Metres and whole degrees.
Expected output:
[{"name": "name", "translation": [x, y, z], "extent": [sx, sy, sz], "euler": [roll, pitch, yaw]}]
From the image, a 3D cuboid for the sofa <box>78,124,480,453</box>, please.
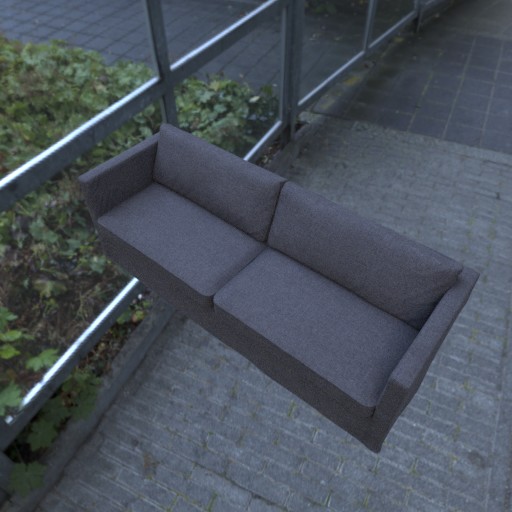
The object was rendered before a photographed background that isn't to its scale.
[{"name": "sofa", "translation": [0.000, 0.000, 3.284], "extent": [2.779, 0.998, 1.036], "euler": [31, 54, 26]}]
